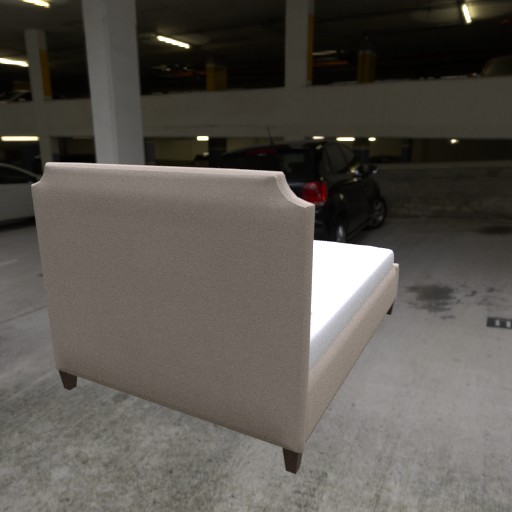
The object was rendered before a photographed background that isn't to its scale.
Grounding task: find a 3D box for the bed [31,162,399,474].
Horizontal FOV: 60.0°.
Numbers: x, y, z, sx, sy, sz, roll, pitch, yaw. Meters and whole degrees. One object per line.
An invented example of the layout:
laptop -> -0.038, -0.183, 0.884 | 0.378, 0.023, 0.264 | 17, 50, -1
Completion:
bed -> 0.000, 0.000, 3.286 | 1.713, 1.443, 2.372 | 8, 17, 27
